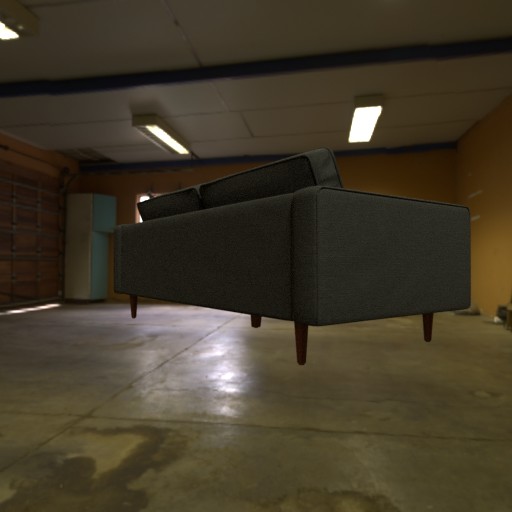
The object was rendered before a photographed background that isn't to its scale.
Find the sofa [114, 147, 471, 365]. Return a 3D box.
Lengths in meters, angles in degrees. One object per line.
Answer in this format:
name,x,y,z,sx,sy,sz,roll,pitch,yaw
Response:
sofa,0.000,0.000,2.346,0.914,0.759,1.875,1,-1,-36
